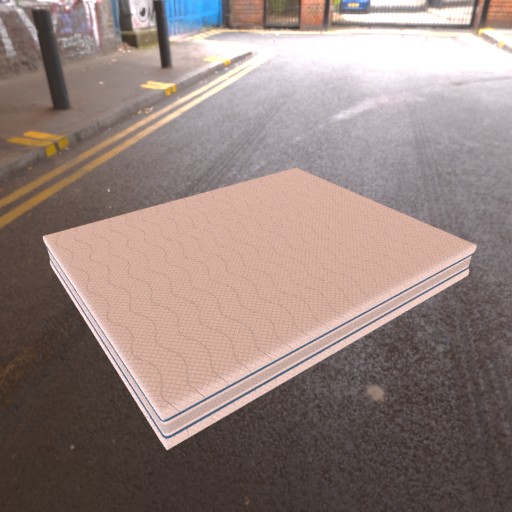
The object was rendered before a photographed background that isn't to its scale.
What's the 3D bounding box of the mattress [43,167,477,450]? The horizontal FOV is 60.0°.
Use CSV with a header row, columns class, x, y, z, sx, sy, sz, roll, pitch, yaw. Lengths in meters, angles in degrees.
class,x,y,z,sx,sy,sz,roll,pitch,yaw
mattress,0.000,0.000,2.658,2.000,0.230,1.600,-21,37,-30
